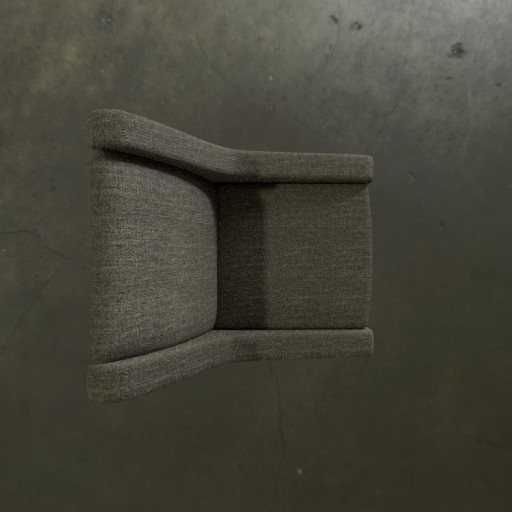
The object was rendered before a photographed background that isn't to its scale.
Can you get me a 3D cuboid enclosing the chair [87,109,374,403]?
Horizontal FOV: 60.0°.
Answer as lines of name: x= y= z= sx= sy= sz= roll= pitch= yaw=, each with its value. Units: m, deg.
chair: x=0.000 y=0.000 z=1.683 sx=0.944 sy=1.012 sz=0.793 roll=0 pitch=90 yaw=-2
